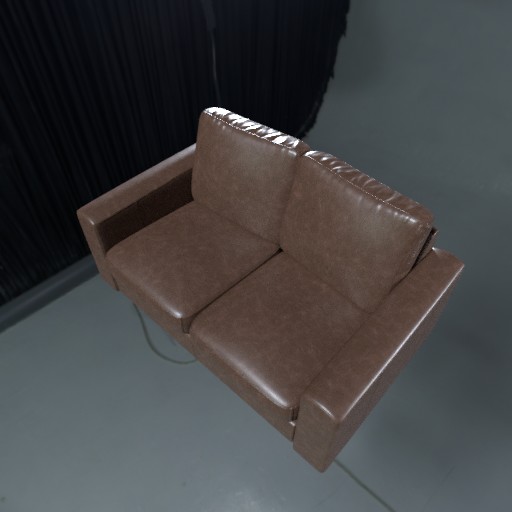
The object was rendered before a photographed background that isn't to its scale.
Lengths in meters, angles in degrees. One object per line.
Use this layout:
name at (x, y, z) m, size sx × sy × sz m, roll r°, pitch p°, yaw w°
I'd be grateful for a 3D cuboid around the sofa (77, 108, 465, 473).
sofa at (0.000, 0.000, 2.173) m, size 1.616 × 0.873 × 1.016 m, roll 34°, pitch 56°, yaw 27°
